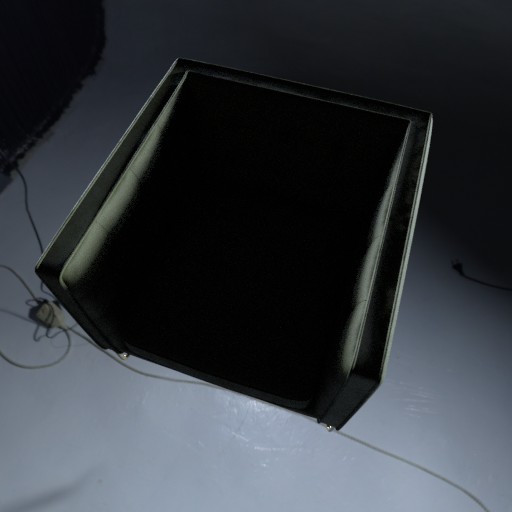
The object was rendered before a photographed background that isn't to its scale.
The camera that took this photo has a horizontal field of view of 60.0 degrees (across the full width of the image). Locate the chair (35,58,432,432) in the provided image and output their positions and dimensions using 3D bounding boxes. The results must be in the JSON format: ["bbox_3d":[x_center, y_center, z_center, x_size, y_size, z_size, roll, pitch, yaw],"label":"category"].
[{"bbox_3d":[0.000,0.000,1.531,0.880,0.790,0.894,16,60,10],"label":"chair"}]
